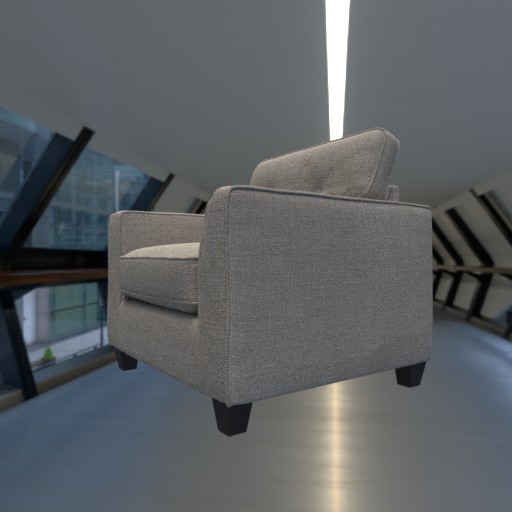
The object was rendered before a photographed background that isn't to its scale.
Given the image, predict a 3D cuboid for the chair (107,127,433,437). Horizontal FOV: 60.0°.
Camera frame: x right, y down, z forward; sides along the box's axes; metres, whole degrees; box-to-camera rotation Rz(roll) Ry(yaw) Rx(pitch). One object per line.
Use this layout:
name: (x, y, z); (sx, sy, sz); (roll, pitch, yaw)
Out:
chair: (0.000, 0.000, 1.778); (0.939, 0.965, 1.015); (0, 0, -36)
